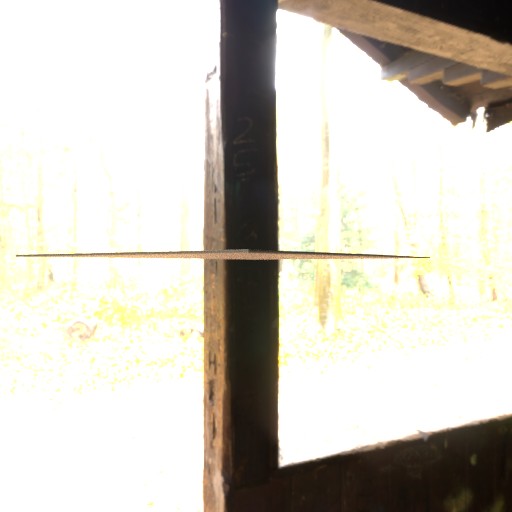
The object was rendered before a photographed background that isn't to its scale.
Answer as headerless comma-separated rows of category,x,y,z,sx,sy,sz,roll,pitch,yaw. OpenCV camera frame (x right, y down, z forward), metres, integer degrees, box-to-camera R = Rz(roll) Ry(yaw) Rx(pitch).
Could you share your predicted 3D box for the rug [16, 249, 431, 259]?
rug,0.000,0.000,3.063,1.706,0.026,2.438,-1,-1,36
